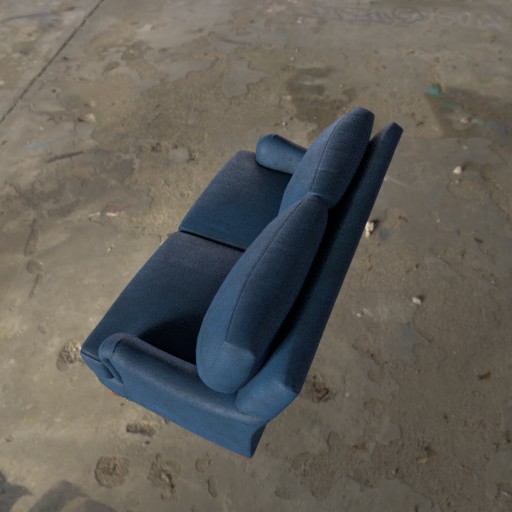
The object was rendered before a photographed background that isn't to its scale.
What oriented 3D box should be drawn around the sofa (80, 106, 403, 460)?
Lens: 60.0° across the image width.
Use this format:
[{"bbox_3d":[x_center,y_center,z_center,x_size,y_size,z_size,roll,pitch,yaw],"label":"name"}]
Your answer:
[{"bbox_3d":[0.000,0.000,2.475,1.084,1.101,1.853,18,50,16],"label":"sofa"}]
